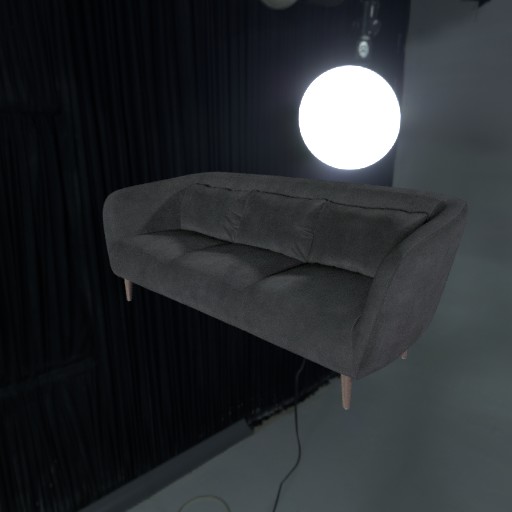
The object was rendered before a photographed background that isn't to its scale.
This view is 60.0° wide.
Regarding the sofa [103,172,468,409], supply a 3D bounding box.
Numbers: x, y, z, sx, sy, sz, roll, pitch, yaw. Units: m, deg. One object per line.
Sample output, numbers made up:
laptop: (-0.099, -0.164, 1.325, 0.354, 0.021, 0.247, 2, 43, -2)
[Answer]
sofa: (0.000, 0.000, 2.686, 2.296, 0.875, 0.956, 15, 21, 43)
